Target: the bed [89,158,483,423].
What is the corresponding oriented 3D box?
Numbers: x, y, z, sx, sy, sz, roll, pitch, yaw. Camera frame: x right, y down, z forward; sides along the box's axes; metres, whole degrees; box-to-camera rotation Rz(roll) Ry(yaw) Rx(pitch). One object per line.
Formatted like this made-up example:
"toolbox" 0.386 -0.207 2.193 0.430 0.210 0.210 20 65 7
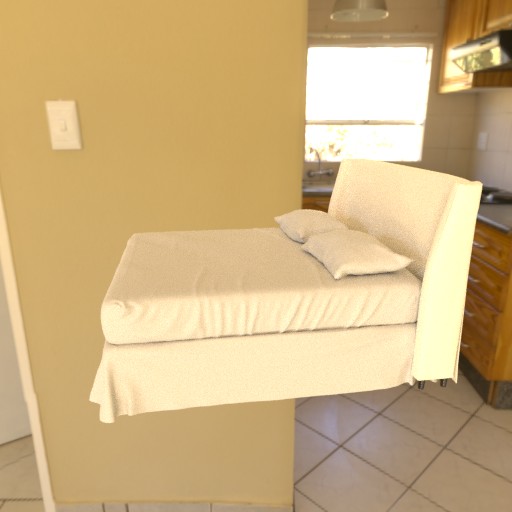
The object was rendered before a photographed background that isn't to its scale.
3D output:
"bed" 0.000 0.000 3.359 2.276 1.332 1.925 -3 17 -9
